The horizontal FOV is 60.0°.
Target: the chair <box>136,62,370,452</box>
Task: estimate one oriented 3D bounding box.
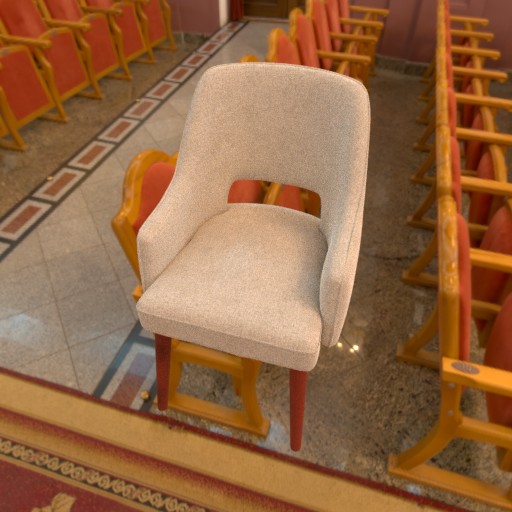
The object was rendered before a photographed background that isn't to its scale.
[{"bbox_3d":[0.000,0.000,1.230,0.548,0.849,0.605,12,43,13],"label":"chair"}]
